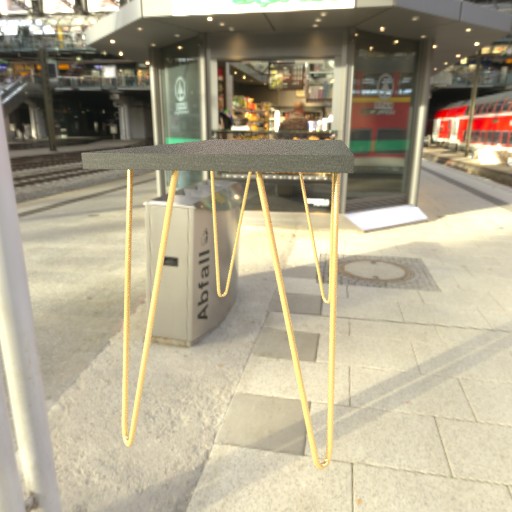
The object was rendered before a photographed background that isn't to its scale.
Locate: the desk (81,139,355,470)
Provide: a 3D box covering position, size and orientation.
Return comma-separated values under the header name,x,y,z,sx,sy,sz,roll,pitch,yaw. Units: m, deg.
name,x,y,z,sx,sy,sz,roll,pitch,yaw
desk,0.000,0.000,1.349,0.499,0.660,0.991,3,16,9
